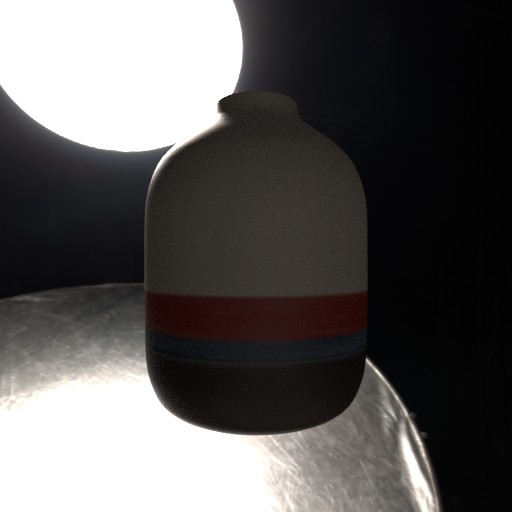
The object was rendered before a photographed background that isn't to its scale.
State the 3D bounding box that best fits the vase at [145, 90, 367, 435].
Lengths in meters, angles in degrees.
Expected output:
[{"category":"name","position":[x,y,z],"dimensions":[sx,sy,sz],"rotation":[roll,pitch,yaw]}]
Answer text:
[{"category":"vase","position":[0.000,0.000,0.347],"dimensions":[0.169,0.237,0.169],"rotation":[0,0,0]}]
